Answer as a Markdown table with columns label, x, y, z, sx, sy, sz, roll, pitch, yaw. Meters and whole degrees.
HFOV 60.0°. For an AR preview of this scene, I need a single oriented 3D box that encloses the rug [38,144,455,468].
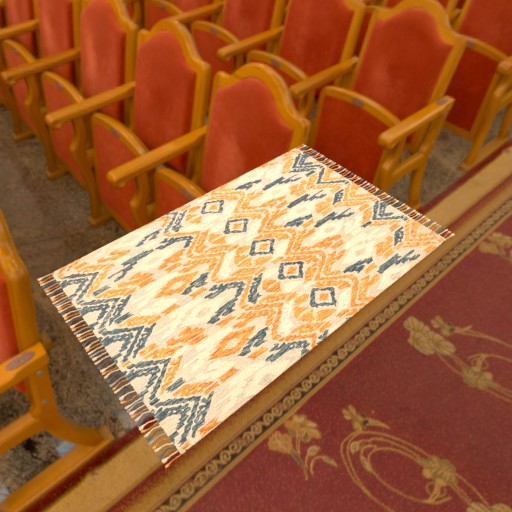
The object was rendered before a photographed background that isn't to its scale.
| label | x | y | z | sx | sy | sz | roll | pitch | yaw |
| --- | --- | --- | --- | --- | --- | --- | --- | --- | --- |
| rug | 0.000 | 0.000 | 3.010 | 2.428 | 0.010 | 1.533 | -32 | 55 | -26 |
